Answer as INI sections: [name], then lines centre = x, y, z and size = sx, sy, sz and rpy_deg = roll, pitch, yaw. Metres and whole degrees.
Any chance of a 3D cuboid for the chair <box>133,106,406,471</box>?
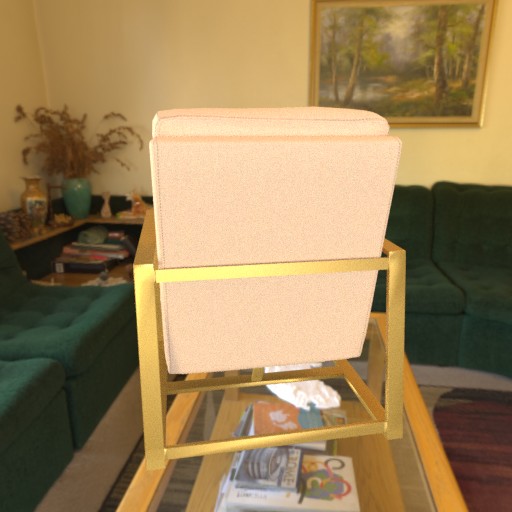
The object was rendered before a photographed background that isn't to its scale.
[chair]
centre = 0.000, 0.000, 1.529
size = 0.758, 0.956, 0.813
rpy_deg = -3, 16, -10
